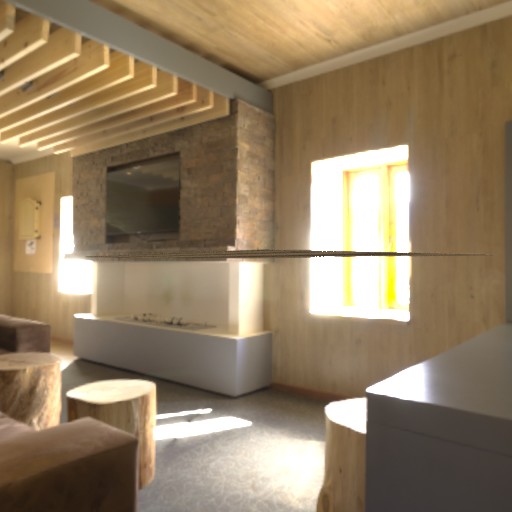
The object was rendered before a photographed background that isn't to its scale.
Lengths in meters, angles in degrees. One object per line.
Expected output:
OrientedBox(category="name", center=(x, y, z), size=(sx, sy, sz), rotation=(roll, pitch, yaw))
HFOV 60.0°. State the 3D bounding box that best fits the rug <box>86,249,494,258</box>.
OrientedBox(category="rug", center=(0.000, 0.000, 2.318), size=(1.234, 0.006, 1.854), rotation=(1, -1, -36))
